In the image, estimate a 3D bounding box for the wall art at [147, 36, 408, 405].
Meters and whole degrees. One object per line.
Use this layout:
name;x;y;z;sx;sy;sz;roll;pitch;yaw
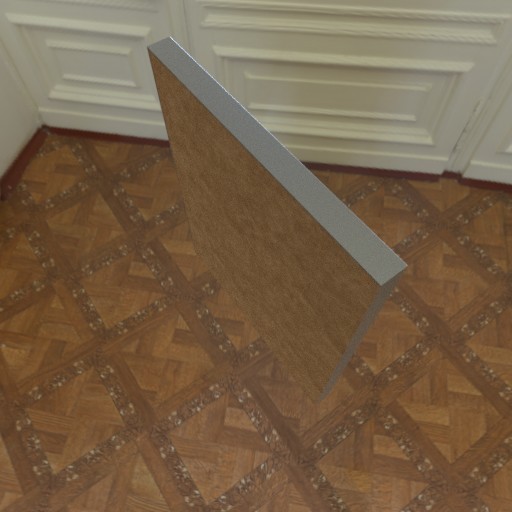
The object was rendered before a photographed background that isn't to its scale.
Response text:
wall art;0.000;0.000;0.760;0.037;0.554;0.453;-33;65;-17
